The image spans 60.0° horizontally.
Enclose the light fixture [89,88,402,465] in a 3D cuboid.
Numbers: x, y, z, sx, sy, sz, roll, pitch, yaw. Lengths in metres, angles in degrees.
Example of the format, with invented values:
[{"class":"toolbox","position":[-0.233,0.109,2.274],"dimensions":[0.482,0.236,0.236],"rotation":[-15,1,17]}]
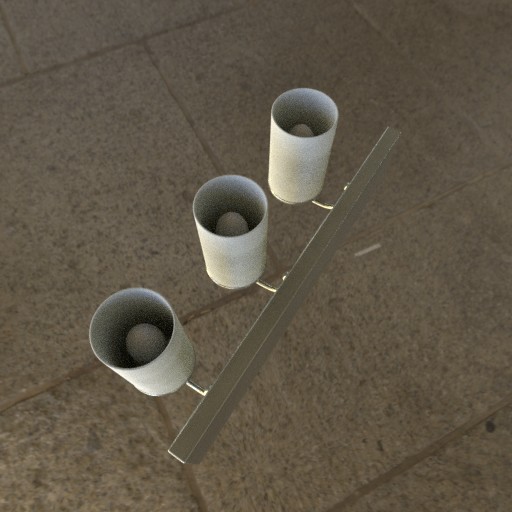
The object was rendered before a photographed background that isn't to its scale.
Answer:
[{"class":"light fixture","position":[0.000,0.000,0.535],"dimensions":[0.145,0.172,0.451],"rotation":[30,68,14]}]
